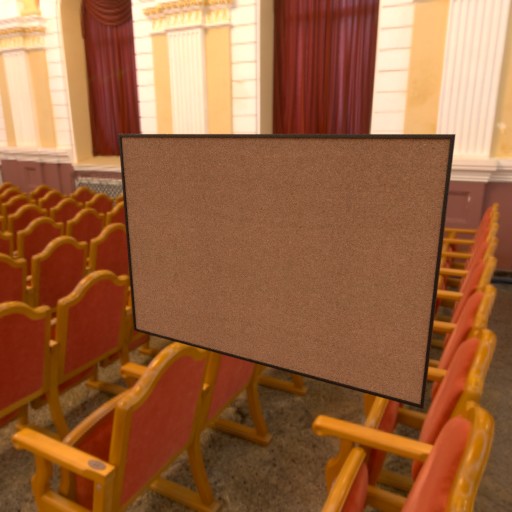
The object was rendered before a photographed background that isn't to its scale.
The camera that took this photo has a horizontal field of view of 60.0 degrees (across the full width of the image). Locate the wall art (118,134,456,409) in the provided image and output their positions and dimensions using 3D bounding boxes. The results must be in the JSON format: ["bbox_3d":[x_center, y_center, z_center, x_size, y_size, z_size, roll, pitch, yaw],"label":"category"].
[{"bbox_3d":[0.000,0.000,1.245,0.957,0.660,0.019,8,17,27],"label":"wall art"}]
